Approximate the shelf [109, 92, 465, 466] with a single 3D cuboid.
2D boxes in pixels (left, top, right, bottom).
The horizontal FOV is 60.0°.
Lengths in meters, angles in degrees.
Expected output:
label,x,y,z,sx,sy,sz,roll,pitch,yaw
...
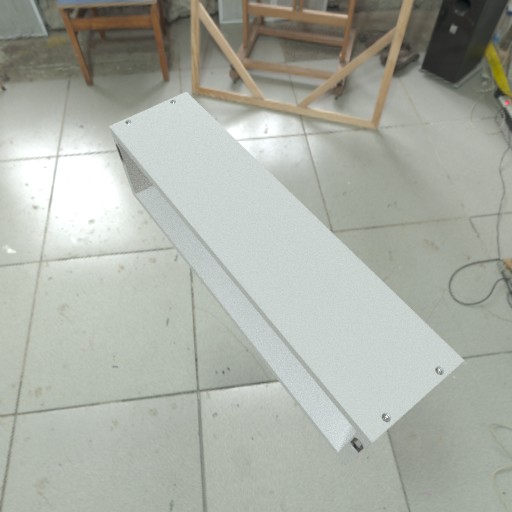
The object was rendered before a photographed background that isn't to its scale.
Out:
label,x,y,z,sx,sy,sz,roll,pitch,yaw
shelf,0.000,0.000,0.694,0.150,0.170,0.610,-32,63,-19
